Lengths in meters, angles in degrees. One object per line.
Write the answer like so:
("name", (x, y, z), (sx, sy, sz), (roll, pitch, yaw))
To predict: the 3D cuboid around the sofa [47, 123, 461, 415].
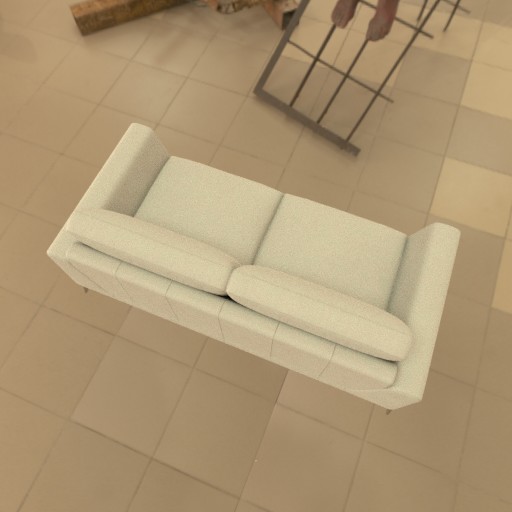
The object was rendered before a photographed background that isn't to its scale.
("sofa", (0.000, 0.000, 2.495), (2.017, 0.875, 0.953), (20, 67, 9))
